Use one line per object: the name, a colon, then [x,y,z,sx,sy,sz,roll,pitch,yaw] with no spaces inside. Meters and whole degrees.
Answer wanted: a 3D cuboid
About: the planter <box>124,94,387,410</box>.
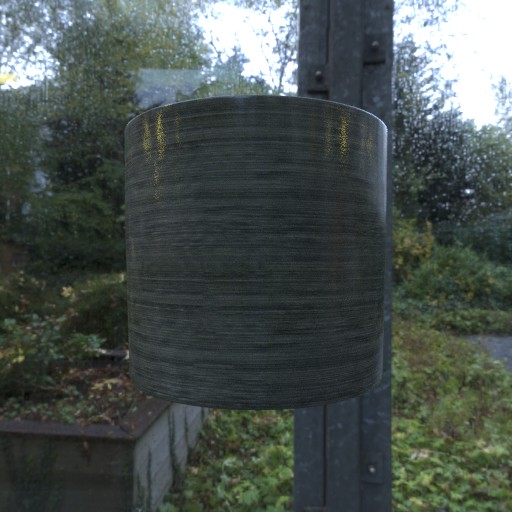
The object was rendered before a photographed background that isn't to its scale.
planter: [0.000,0.000,0.388,0.221,0.201,0.221,0,-1,0]
